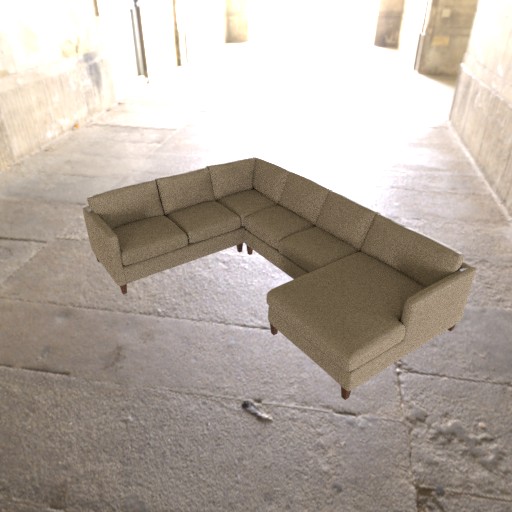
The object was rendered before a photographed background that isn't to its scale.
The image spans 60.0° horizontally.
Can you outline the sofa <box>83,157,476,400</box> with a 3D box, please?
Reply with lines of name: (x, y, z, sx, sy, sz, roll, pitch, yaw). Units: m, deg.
sofa: (0.000, 0.000, 4.735, 2.593, 0.959, 3.460, -21, 37, -30)
